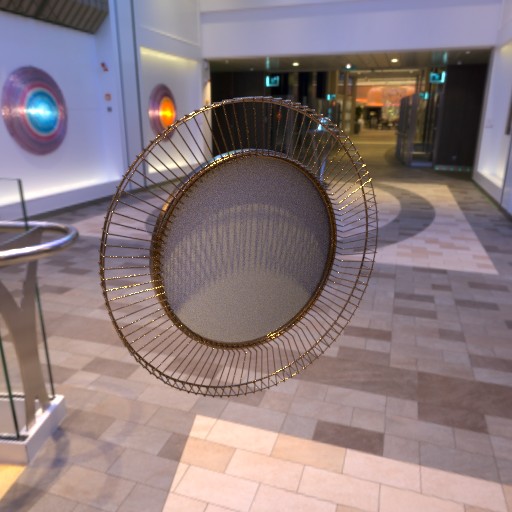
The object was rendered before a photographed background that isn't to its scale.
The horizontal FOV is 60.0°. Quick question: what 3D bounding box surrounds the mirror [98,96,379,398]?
[{"bbox_3d":[0.000,0.000,1.040,0.703,0.703,0.067,-9,20,-27],"label":"mirror"}]
